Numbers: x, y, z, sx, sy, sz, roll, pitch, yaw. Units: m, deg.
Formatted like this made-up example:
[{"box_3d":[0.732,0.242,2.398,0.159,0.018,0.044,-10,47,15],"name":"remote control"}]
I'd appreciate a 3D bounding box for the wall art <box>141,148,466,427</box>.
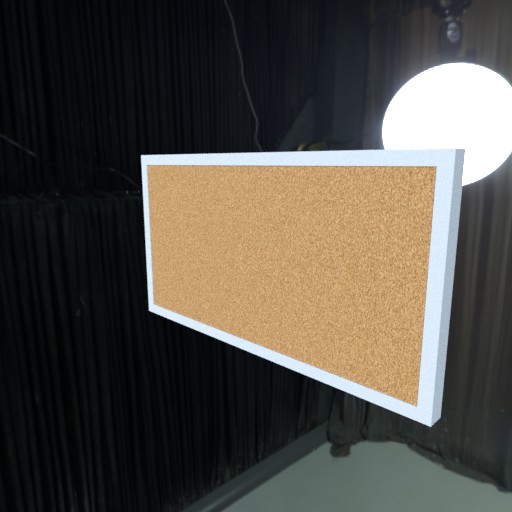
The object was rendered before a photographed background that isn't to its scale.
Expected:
[{"box_3d":[0.000,0.000,0.950,0.812,0.431,0.038,11,16,43],"name":"wall art"}]
